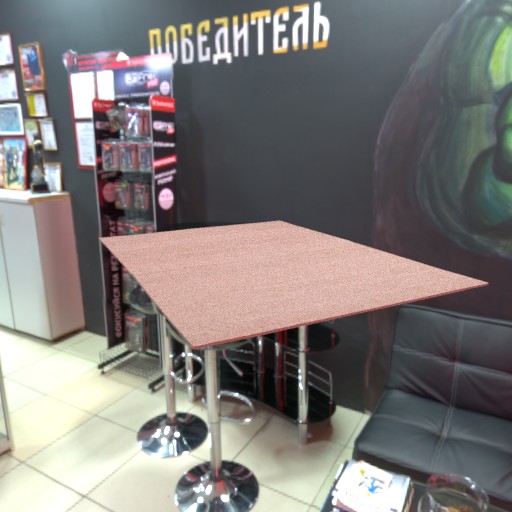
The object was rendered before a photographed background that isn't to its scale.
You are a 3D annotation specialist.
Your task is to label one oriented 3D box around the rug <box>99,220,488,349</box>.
[{"bbox_3d":[0.000,0.000,4.278,2.434,0.045,3.202,-7,16,-27],"label":"rug"}]
